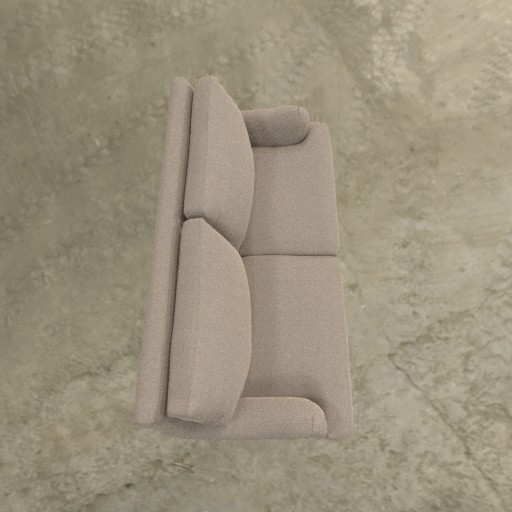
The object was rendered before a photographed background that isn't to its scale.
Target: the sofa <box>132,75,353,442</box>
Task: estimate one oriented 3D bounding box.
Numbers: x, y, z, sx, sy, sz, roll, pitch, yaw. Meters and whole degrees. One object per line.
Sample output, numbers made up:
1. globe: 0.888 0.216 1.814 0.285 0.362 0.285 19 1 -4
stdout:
1. sofa: 0.000 0.000 2.795 1.087 1.054 2.160 0 65 0
